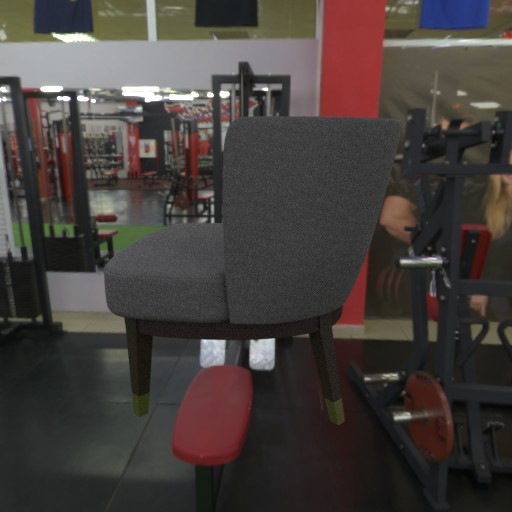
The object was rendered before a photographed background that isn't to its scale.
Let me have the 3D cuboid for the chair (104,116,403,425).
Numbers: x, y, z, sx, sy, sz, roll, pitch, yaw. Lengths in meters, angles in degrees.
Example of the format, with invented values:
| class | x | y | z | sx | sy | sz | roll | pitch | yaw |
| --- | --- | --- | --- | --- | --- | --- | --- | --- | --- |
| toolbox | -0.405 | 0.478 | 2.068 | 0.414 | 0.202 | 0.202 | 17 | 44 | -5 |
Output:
| class | x | y | z | sx | sy | sz | roll | pitch | yaw |
| --- | --- | --- | --- | --- | --- | --- | --- | --- | --- |
| chair | 0.000 | 0.000 | 1.207 | 0.698 | 0.695 | 0.639 | 2 | 15 | 6 |
